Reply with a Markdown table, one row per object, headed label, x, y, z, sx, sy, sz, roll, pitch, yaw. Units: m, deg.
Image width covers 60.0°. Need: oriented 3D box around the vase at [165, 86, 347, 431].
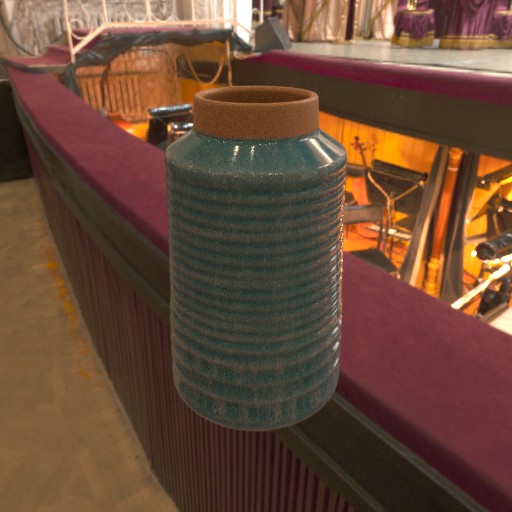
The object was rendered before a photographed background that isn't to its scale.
| label | x | y | z | sx | sy | sz | roll | pitch | yaw |
| --- | --- | --- | --- | --- | --- | --- | --- | --- | --- |
| vase | 0.000 | 0.000 | 0.384 | 0.163 | 0.267 | 0.163 | 0 | 28 | 0 |
